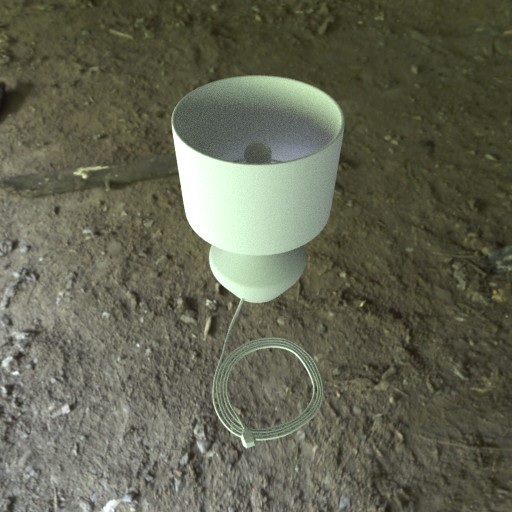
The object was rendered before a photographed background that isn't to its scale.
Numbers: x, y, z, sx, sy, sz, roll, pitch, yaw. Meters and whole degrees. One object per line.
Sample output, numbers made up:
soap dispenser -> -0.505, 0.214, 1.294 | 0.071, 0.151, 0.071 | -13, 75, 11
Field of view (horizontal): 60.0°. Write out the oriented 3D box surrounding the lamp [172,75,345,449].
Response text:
lamp -> 0.000, 0.000, 0.863 | 0.401, 0.457, 0.546 | 18, 50, 16
